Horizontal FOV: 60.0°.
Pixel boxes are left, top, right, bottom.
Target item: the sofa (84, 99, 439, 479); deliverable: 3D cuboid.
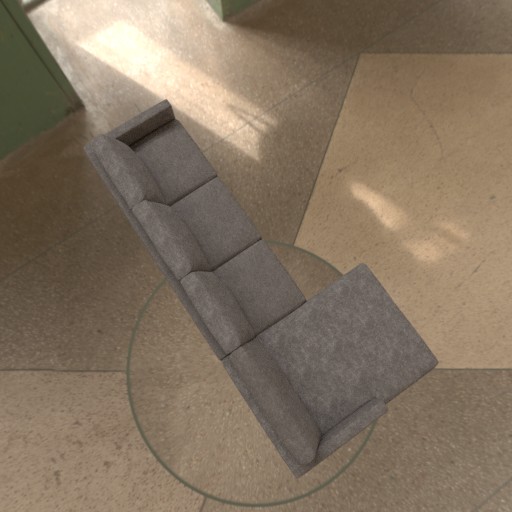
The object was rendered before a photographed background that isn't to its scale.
[{"bbox_3d":[0.000,0.000,4.163,1.606,0.954,3.471,-34,79,-8],"label":"sofa"}]
